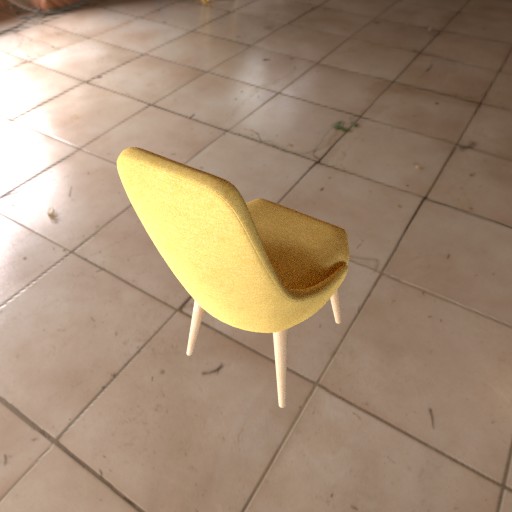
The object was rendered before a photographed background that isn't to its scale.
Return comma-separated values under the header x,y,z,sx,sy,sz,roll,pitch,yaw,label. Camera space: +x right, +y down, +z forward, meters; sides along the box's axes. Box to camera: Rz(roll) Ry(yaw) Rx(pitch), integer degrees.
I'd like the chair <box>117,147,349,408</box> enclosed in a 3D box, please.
x,y,z,sx,sy,sz,roll,pitch,yaw,label
0.000,0.000,1.399,0.510,1.040,0.660,23,50,21,chair
